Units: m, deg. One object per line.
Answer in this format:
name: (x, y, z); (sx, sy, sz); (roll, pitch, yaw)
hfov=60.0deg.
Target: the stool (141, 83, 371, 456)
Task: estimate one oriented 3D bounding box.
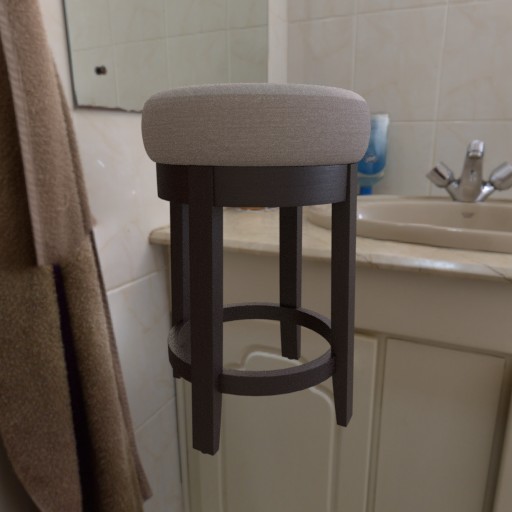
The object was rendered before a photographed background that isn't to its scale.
stool: (0.000, 0.000, 0.946); (0.443, 0.672, 0.443); (0, 14, 0)
